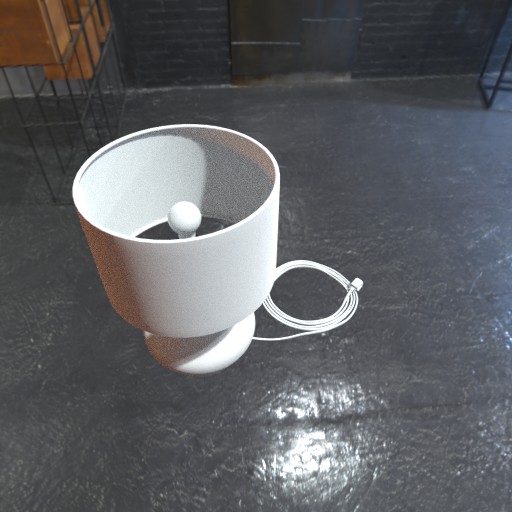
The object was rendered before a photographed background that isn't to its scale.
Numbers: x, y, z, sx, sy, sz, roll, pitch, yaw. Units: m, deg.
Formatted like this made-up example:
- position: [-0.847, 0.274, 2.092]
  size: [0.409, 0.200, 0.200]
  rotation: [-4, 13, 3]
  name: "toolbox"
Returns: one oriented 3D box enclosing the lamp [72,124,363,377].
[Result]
- position: [0.000, 0.000, 0.863]
  size: [0.546, 0.457, 0.401]
  rotation: [-3, 45, -3]
  name: "lamp"
